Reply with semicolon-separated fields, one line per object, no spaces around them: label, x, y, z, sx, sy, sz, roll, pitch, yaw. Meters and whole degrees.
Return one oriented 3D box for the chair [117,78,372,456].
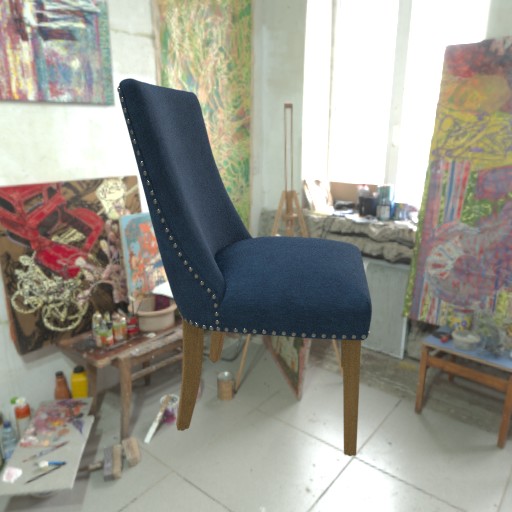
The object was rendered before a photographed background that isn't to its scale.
chair;0.000;0.000;1.243;0.610;0.902;0.495;3;17;9
